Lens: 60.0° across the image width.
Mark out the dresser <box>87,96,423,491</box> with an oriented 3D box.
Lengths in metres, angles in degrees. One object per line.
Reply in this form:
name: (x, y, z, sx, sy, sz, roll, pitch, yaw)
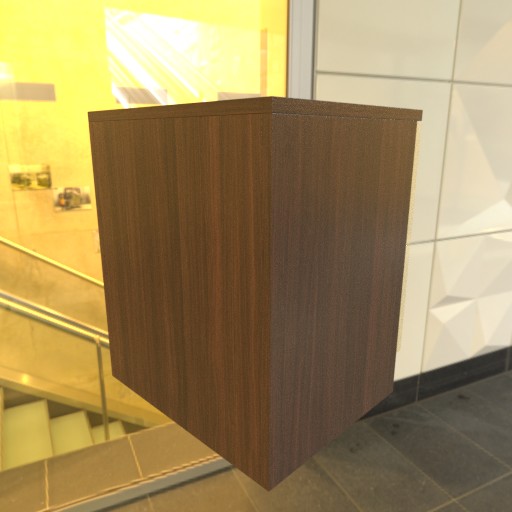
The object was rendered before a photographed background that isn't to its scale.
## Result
dresser: (0.000, 0.000, 0.755, 0.400, 0.470, 0.360, 14, 21, 43)
